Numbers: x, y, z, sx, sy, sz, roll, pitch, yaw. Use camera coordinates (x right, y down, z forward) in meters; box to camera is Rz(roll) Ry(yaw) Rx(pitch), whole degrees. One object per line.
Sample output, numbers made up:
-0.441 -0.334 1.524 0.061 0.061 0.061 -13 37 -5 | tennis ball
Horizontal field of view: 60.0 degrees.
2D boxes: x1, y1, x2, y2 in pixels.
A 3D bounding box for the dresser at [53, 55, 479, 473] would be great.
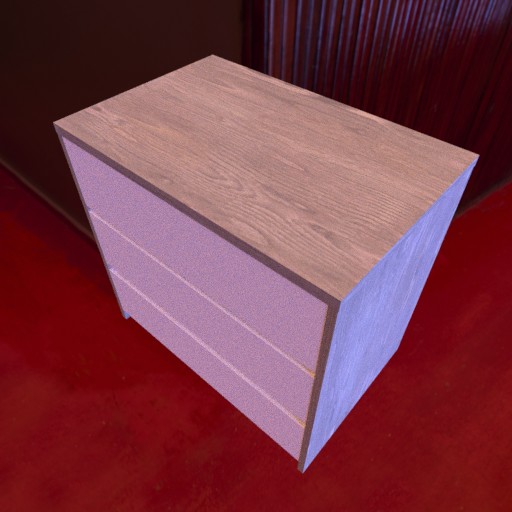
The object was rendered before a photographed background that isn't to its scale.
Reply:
0.000 0.000 1.270 0.809 0.762 0.529 32 54 27 | dresser
